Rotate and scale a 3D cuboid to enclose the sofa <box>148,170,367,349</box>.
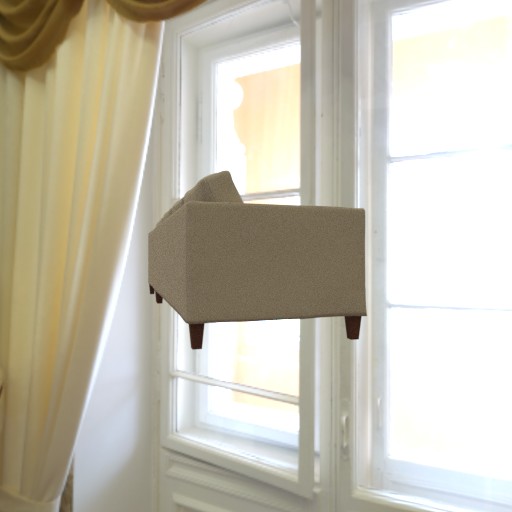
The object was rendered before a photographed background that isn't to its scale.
[{"bbox_3d":[0.000,0.000,3.761,1.625,0.861,3.186,0,0,-17],"label":"sofa"}]
